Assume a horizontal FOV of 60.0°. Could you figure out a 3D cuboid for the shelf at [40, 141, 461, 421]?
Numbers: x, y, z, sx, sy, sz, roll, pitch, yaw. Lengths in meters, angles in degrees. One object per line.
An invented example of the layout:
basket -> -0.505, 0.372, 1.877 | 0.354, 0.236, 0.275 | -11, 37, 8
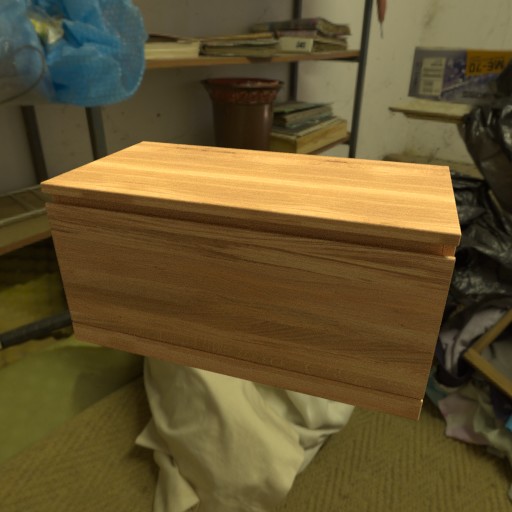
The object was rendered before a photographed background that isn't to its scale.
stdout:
shelf -> 0.000, 0.000, 1.053 | 0.800, 0.400, 0.400 | 9, 28, 16
